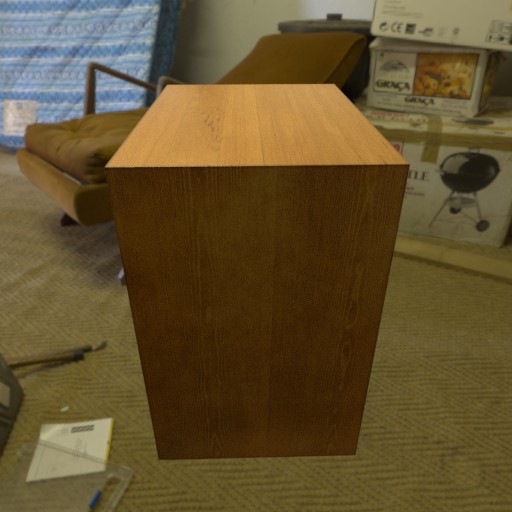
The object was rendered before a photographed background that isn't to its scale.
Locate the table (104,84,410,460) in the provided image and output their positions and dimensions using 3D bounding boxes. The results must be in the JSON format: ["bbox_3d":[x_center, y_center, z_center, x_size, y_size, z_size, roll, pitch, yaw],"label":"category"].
[{"bbox_3d":[0.000,0.000,0.959,0.400,0.605,0.550,-1,31,-1],"label":"table"}]
